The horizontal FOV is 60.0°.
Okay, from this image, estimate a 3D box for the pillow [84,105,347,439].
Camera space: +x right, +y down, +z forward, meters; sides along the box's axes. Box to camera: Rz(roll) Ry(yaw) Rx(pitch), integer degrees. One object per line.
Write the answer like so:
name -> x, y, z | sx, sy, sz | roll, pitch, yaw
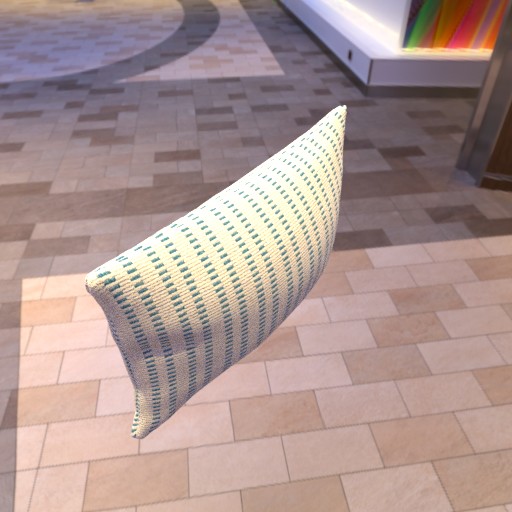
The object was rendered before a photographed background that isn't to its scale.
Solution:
pillow -> 0.000, 0.000, 0.795 | 0.210, 0.353, 0.640 | 24, 45, 27
